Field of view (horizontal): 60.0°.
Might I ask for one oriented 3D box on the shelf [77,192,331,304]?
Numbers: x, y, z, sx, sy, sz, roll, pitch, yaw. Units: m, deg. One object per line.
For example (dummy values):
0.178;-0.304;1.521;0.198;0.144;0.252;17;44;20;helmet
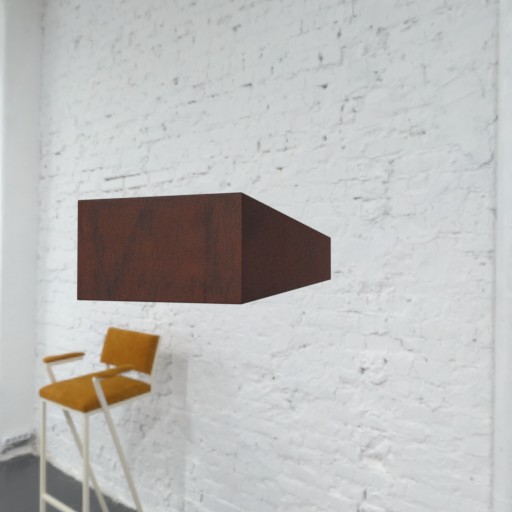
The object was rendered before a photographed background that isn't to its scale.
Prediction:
0.000;0.000;0.660;0.152;0.088;0.607;0;-1;16;shelf
